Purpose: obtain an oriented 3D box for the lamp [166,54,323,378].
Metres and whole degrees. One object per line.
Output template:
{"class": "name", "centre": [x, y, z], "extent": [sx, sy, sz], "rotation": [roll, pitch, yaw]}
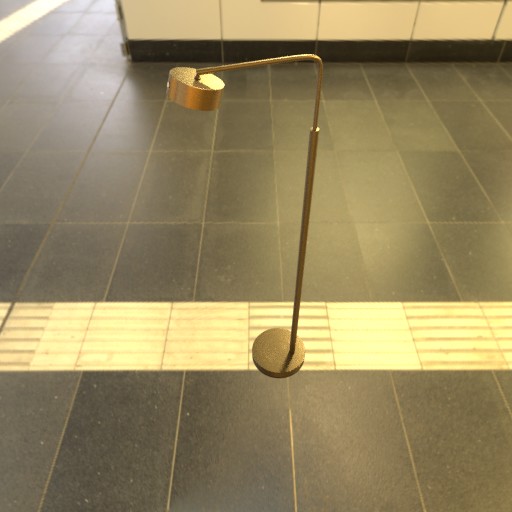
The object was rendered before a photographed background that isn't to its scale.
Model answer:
{"class": "lamp", "centre": [0.000, 0.000, 1.401], "extent": [0.418, 1.230, 0.219], "rotation": [-14, 46, -14]}
